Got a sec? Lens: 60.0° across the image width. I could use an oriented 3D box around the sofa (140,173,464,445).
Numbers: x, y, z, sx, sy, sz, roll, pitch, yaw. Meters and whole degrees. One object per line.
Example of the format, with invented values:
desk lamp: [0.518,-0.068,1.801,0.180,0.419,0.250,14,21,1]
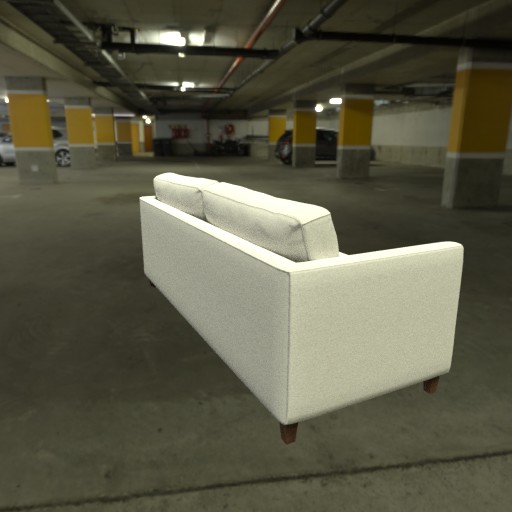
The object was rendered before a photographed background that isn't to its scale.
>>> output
sofa: [0.000,0.000,2.836,0.951,0.962,2.361,-7,16,-26]
